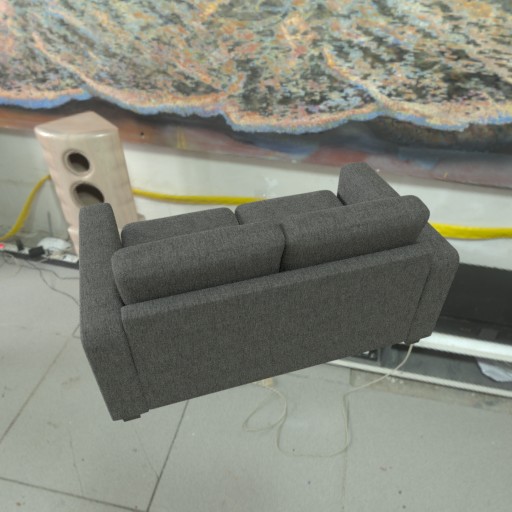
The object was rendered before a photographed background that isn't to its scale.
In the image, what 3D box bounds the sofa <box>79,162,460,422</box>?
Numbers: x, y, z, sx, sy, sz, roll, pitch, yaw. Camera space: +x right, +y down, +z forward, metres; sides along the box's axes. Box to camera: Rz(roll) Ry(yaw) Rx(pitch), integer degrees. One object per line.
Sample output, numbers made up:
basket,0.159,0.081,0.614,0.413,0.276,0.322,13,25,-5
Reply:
sofa,0.000,0.000,2.068,1.520,0.800,0.900,-11,41,-13
